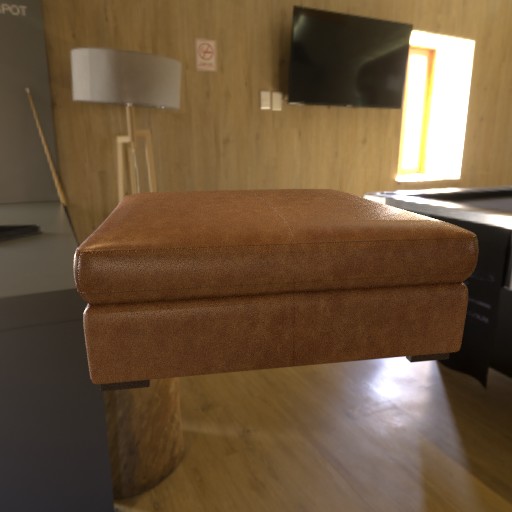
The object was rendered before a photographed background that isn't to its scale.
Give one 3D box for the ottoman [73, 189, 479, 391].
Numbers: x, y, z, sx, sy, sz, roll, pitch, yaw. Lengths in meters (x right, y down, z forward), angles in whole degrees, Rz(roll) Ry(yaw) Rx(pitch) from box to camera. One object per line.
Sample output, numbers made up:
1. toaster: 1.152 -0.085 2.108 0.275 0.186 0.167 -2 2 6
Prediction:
1. ottoman: 0.000 0.000 1.819 1.169 0.483 1.168 -3 15 -10
